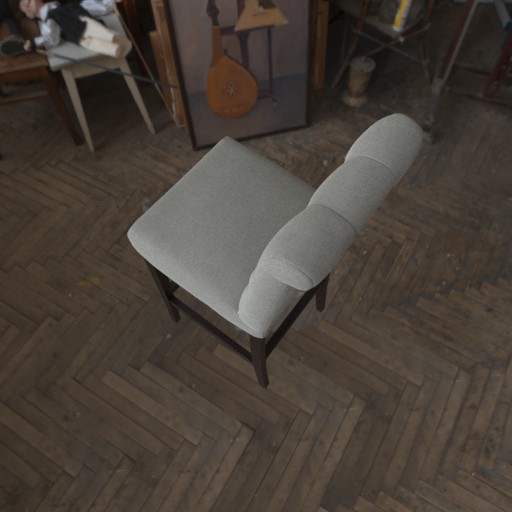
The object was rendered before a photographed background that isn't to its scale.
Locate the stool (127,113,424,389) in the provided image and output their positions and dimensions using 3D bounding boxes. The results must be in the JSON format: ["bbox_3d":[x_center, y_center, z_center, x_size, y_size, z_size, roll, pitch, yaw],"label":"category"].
[{"bbox_3d":[0.000,0.000,1.429,0.601,1.140,0.493,34,67,17],"label":"stool"}]
